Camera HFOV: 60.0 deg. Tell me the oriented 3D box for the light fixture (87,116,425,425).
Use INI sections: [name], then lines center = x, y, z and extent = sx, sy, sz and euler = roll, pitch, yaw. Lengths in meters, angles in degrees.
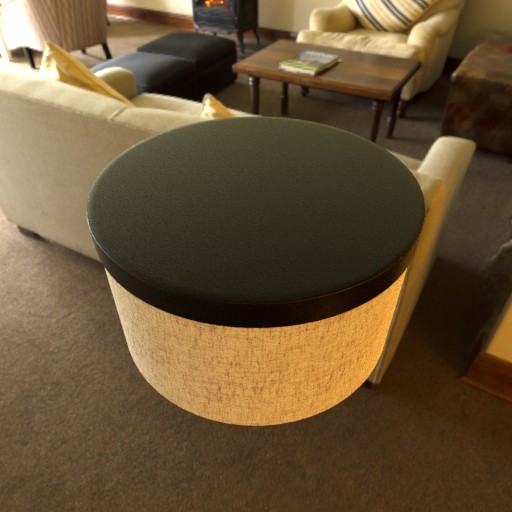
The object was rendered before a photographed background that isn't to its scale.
[light fixture]
center = 0.000, 0.000, 0.602
extent = 0.389, 0.229, 0.389
euler = 0, 41, 0
